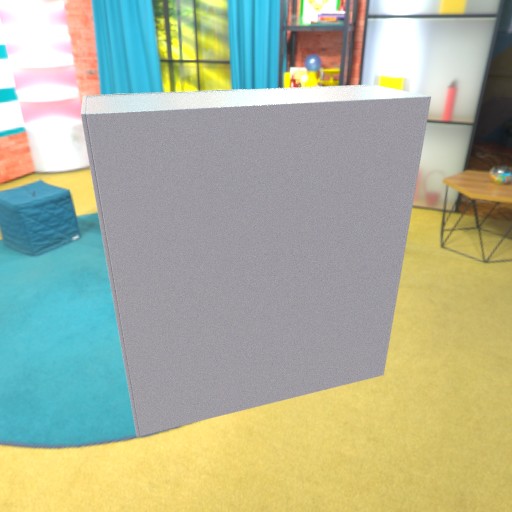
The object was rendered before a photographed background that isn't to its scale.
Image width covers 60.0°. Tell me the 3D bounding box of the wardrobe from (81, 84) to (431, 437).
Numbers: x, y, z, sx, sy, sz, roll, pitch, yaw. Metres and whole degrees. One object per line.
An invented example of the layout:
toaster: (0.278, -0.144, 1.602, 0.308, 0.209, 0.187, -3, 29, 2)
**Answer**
wardrobe: (0.000, 0.000, 2.846, 1.780, 1.960, 0.629, -9, 28, -16)
